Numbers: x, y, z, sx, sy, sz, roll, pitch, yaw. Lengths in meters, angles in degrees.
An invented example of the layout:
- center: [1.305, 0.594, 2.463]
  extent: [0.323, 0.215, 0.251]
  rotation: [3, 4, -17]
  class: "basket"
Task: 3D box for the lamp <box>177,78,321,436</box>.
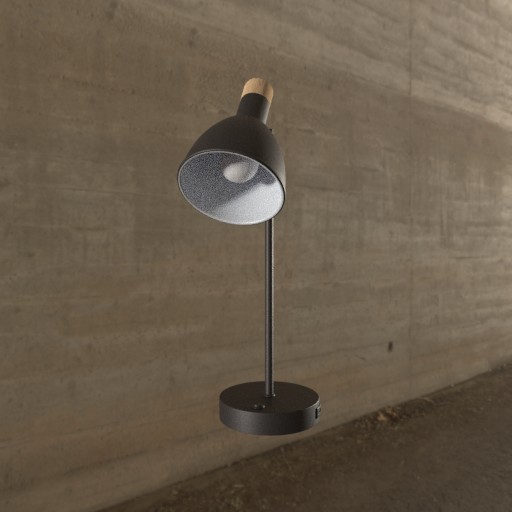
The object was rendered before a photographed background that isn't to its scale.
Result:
- center: [0.000, 0.000, 0.605]
  extent: [0.152, 0.483, 0.287]
  rotation: [0, 0, 18]
  class: "lamp"
